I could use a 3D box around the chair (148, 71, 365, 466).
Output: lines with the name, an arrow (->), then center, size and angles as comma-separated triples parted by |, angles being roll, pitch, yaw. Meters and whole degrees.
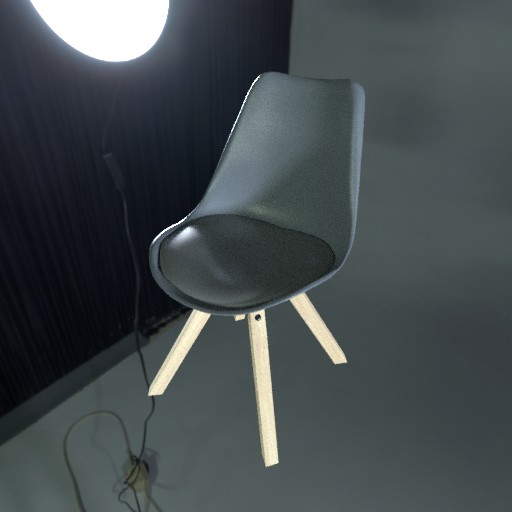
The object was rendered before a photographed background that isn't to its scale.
chair -> 0.000, 0.000, 1.193 | 0.485, 0.850, 0.550 | 19, 35, 28
